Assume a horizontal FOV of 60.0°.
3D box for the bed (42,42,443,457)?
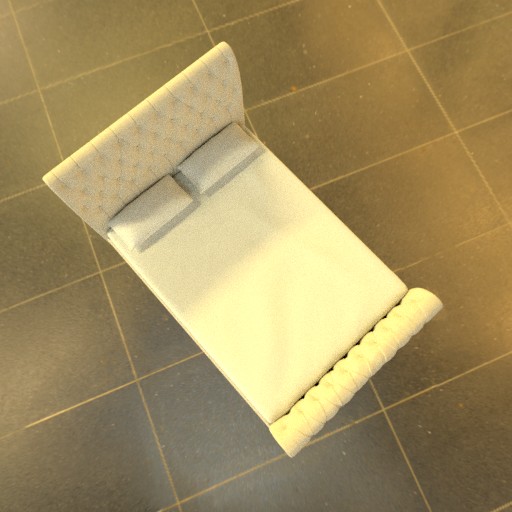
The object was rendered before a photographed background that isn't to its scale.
[{"bbox_3d":[0.000,0.000,3.434,1.606,1.268,2.493,-41,79,-10],"label":"bed"}]
